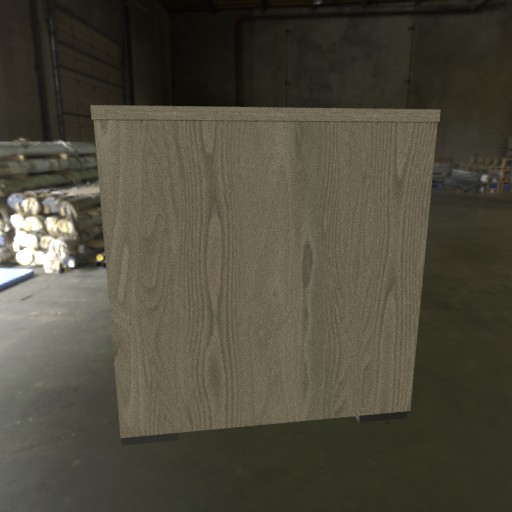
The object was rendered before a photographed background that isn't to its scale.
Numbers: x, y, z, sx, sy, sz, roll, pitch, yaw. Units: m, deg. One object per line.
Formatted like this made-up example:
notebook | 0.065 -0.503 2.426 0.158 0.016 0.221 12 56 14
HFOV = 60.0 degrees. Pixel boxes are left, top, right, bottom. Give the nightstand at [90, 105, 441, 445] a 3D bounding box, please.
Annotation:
nightstand | 0.000 0.000 0.763 0.442 0.461 0.325 -2 14 -8
